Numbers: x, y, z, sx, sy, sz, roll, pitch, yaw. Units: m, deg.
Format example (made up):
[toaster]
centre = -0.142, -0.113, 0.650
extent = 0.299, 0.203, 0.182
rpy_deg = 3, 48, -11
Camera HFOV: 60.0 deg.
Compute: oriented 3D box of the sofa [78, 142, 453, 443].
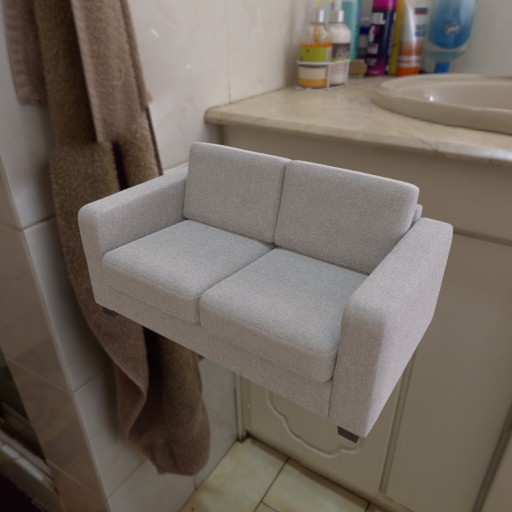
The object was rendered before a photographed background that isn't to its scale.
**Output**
[sofa]
centre = 0.000, 0.000, 2.099
extent = 1.540, 0.800, 0.900
rpy_deg = 19, 34, 30
